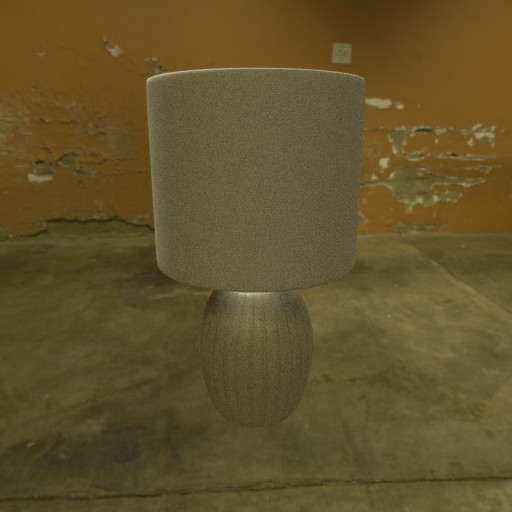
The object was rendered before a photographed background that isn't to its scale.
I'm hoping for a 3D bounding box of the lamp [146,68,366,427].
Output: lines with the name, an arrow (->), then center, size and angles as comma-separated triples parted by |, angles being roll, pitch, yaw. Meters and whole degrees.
lamp -> 0.000, 0.000, 0.751 | 0.329, 0.570, 0.329 | 14, 21, 41
